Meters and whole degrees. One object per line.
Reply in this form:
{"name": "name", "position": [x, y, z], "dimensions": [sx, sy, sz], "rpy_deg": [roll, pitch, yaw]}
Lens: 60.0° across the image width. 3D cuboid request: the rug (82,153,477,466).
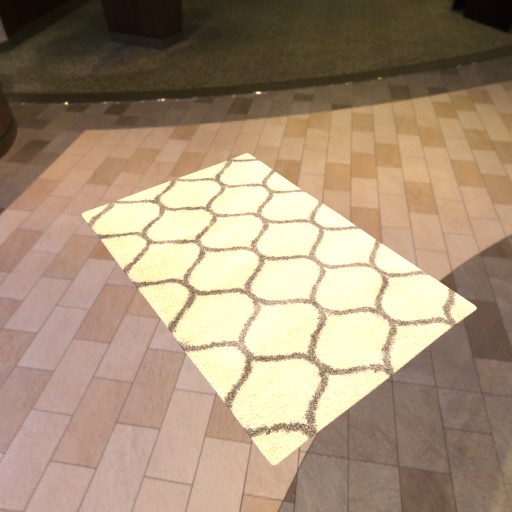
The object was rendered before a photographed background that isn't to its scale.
{"name": "rug", "position": [0.000, 0.000, 3.460], "dimensions": [1.801, 0.026, 2.701], "rpy_deg": [-26, 48, -27]}
